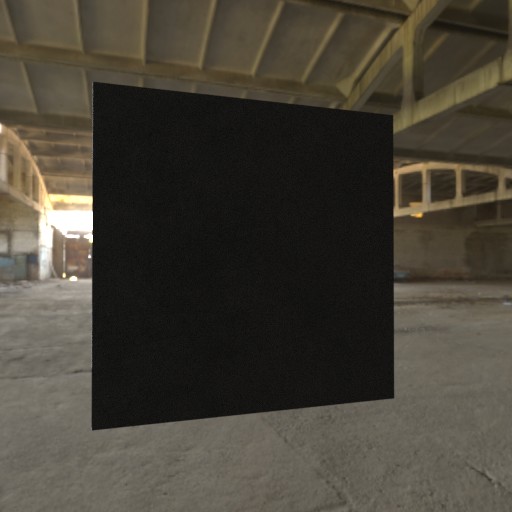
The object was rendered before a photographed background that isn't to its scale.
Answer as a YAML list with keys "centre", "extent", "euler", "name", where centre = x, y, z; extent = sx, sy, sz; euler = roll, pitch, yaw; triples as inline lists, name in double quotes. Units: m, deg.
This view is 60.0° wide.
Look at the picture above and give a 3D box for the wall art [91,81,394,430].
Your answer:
- centre: [0.000, 0.000, 1.104]
  extent: [0.765, 0.765, 0.046]
  euler: [0, -1, -17]
  name: "wall art"
